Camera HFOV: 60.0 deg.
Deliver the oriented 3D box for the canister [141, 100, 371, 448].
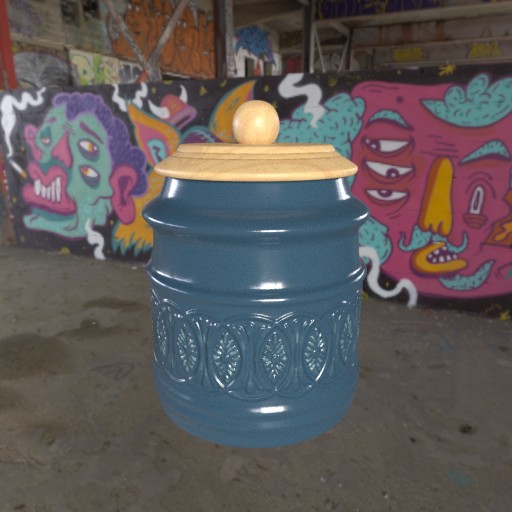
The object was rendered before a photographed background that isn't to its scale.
[{"bbox_3d":[0.000,0.000,0.266,0.130,0.176,0.130,0,15,0],"label":"canister"}]
